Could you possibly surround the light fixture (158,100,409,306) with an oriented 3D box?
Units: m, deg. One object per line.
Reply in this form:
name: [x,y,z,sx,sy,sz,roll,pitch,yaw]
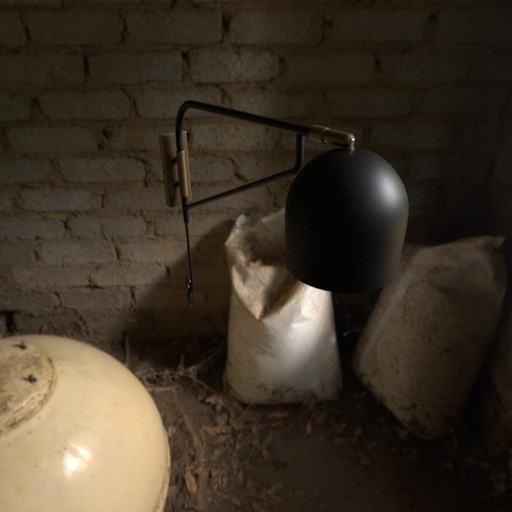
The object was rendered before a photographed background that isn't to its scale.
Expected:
light fixture: [0.000,0.000,1.065,0.215,0.696,0.720,-23,38,-33]
